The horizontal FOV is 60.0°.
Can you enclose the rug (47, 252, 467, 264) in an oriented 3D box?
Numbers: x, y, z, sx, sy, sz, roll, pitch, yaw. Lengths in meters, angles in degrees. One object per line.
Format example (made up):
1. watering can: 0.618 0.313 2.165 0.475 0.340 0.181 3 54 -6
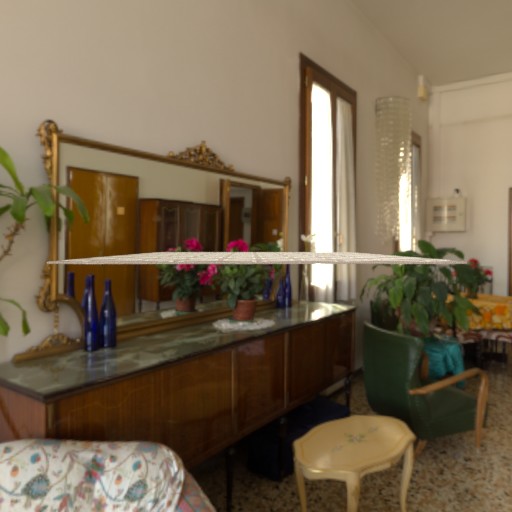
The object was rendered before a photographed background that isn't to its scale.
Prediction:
1. rug: 0.000 0.000 3.849 2.288 0.018 2.895 0 1 0
